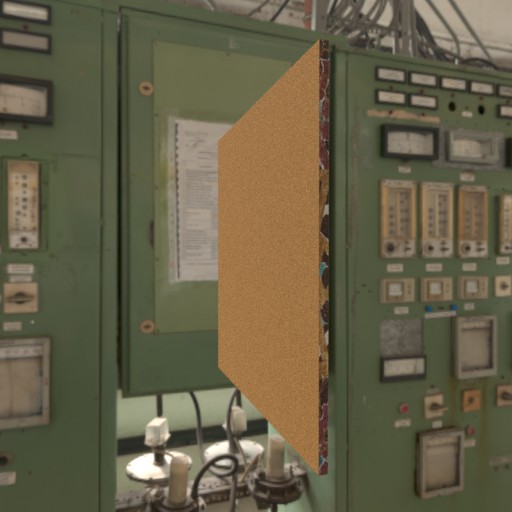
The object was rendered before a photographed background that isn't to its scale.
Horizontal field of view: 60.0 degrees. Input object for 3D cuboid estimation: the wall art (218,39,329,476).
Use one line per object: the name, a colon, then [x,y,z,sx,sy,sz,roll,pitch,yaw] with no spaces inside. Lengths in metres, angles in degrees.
wall art: [0.000,0.000,0.605,0.010,0.406,0.404,0,1,-18]
